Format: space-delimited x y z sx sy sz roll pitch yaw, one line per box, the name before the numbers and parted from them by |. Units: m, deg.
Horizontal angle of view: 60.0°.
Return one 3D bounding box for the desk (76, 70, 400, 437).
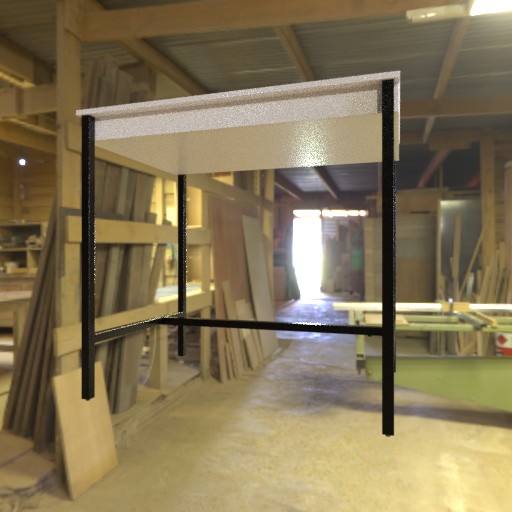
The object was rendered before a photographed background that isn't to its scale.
desk | 0.000 0.000 1.314 0.811 0.766 0.573 0 0 18
